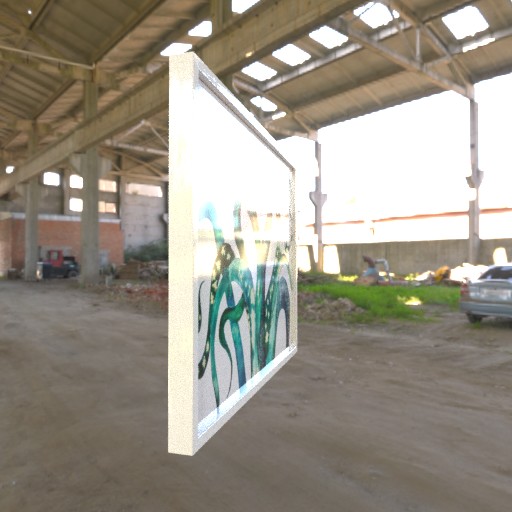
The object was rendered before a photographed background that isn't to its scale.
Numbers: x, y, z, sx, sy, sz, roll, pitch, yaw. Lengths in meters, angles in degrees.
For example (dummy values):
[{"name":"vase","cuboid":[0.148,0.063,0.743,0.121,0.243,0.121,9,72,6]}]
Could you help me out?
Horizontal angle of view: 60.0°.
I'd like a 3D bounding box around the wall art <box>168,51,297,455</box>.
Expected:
[{"name":"wall art","cuboid":[0.000,0.000,1.369,0.053,0.787,1.041,0,-1,16]}]
